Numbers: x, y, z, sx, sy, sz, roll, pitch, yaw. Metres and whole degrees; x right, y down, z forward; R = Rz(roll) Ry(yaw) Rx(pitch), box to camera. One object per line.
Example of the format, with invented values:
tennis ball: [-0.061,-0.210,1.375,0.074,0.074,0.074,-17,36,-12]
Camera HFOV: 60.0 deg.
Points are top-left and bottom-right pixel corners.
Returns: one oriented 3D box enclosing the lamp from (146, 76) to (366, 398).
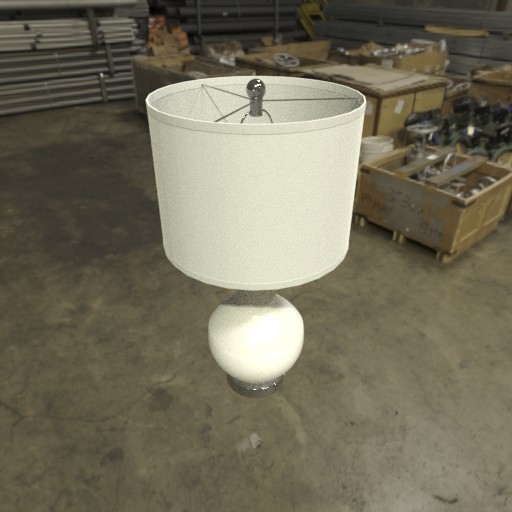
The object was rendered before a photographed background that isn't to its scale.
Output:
lamp: [0.000,0.000,0.892,0.357,0.673,0.357,-21,37,-30]
